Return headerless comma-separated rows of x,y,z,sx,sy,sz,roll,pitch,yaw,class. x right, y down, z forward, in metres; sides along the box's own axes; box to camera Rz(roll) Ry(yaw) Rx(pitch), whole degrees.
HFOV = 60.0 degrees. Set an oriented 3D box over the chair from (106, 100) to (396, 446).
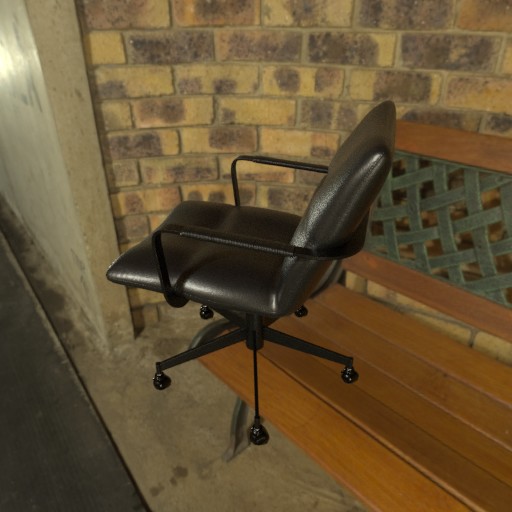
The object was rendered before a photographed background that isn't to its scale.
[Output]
0.000,0.000,1.430,0.748,0.922,0.719,8,30,14,chair
